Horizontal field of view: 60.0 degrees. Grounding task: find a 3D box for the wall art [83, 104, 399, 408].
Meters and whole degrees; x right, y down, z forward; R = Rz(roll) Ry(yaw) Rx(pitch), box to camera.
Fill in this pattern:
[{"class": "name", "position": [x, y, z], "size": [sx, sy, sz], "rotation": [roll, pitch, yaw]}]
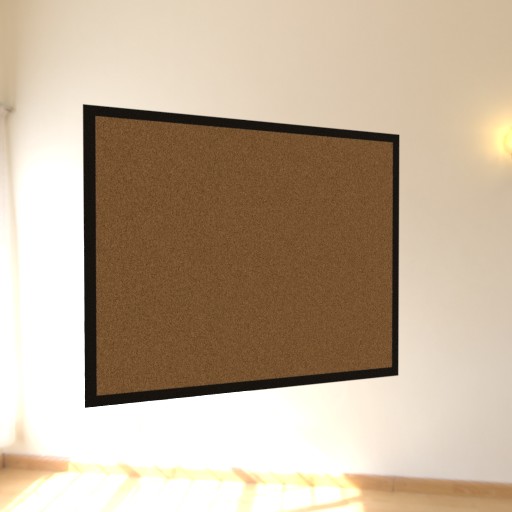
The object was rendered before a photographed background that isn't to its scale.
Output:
[{"class": "wall art", "position": [0.000, 0.000, 0.549], "size": [0.397, 0.325, 0.028], "rotation": [0, 1, -18]}]
